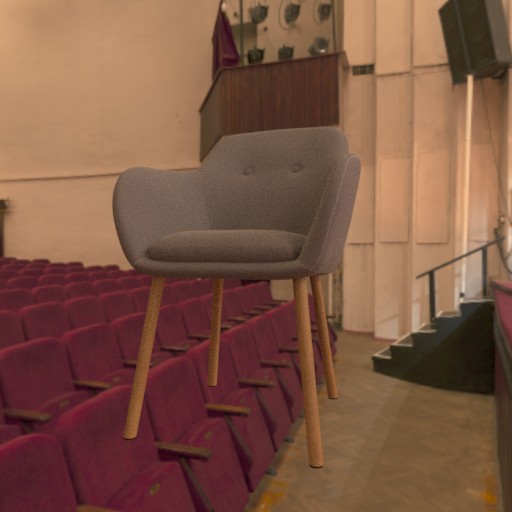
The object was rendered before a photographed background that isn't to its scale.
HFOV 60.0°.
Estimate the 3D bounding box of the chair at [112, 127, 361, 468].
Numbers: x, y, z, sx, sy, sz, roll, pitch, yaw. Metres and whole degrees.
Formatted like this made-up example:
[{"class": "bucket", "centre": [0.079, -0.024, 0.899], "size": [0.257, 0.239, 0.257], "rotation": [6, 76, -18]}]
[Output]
[{"class": "chair", "centre": [0.000, 0.000, 1.214], "size": [0.570, 0.830, 0.590], "rotation": [0, 1, 18]}]
